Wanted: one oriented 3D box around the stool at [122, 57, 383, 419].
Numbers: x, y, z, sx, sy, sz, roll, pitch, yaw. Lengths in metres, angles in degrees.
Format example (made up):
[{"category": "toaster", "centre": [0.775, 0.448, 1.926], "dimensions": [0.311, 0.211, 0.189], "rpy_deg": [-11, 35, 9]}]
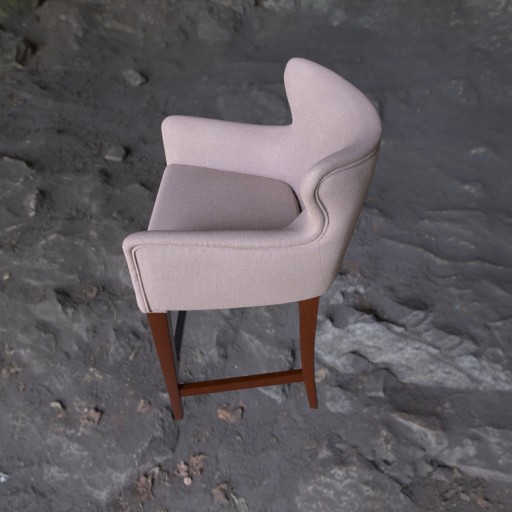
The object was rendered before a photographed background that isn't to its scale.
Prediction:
[{"category": "stool", "centre": [0.000, 0.000, 1.319], "dimensions": [0.570, 0.951, 0.601], "rpy_deg": [0, 42, 0]}]
